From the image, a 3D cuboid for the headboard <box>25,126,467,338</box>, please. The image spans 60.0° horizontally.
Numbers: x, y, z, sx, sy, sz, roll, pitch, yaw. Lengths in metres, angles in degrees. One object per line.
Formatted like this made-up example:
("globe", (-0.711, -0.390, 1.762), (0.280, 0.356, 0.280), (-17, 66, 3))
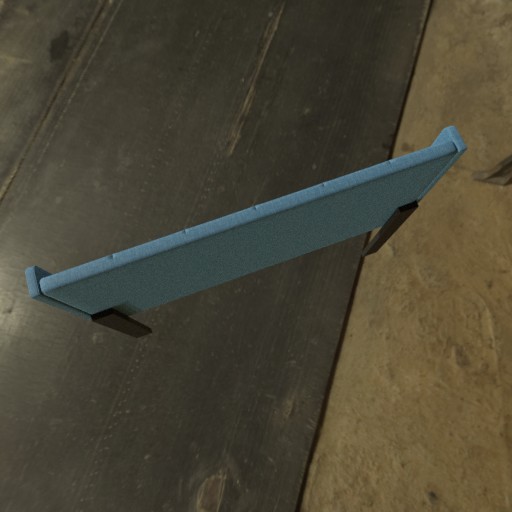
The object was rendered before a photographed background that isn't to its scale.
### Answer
("headboard", (0.000, 0.000, 2.697), (2.051, 1.524, 0.184), (-19, 75, -5))
